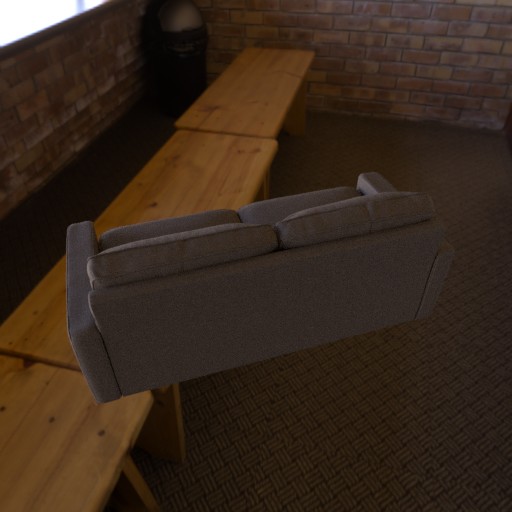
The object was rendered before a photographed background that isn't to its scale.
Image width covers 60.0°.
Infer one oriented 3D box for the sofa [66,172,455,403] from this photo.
[{"bbox_3d":[0.000,0.000,2.626,2.080,0.919,0.940,-12,42,-13],"label":"sofa"}]
